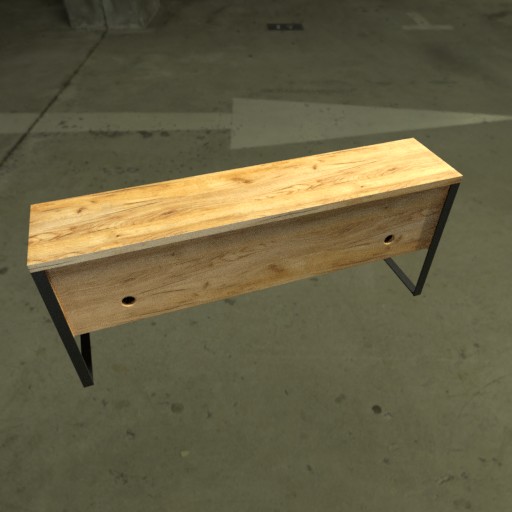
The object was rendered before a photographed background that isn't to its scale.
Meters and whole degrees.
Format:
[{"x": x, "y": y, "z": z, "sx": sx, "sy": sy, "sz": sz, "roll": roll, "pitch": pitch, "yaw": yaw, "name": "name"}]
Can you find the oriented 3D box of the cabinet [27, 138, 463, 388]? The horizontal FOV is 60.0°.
[{"x": 0.000, "y": 0.000, "z": 2.134, "sx": 1.800, "sy": 0.762, "sz": 0.395, "roll": -13, "pitch": 43, "yaw": -14, "name": "cabinet"}]
